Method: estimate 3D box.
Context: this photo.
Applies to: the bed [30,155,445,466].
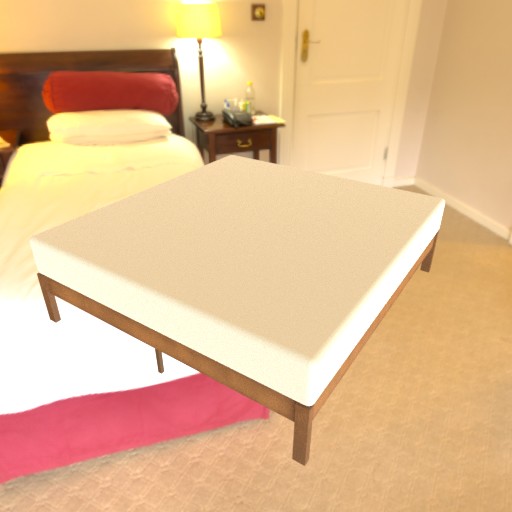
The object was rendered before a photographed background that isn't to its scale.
[{"bbox_3d":[0.000,0.000,3.064,1.930,0.616,2.049,18,35,29],"label":"bed"}]
